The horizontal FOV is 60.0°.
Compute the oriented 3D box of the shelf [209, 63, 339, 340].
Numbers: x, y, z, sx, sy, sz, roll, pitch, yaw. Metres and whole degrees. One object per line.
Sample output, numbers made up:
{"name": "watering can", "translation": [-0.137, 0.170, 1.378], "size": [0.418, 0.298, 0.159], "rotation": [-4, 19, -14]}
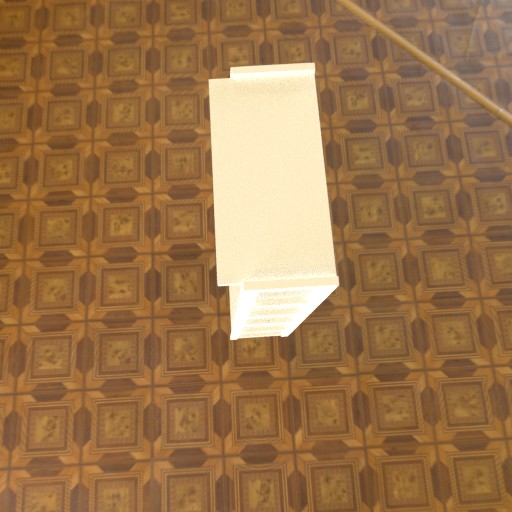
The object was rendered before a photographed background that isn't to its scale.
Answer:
{"name": "shelf", "translation": [0.000, 0.000, 2.115], "size": [0.381, 1.892, 0.660], "rotation": [-4, 76, -1]}
